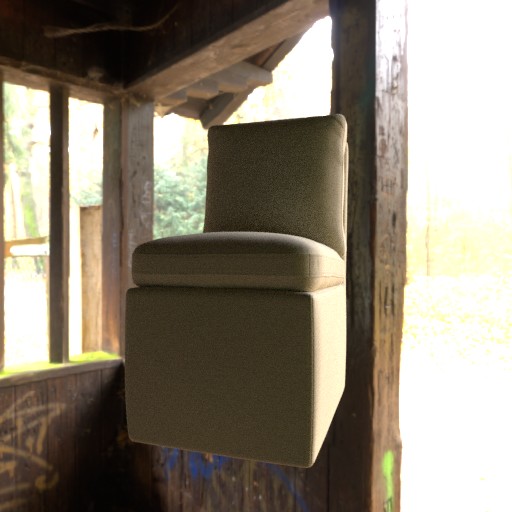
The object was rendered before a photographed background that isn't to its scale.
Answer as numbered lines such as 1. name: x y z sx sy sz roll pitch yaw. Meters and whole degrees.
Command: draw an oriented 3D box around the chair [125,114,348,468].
1. chair: 0.000 0.000 1.342 0.503 0.927 0.698 0 1 18
